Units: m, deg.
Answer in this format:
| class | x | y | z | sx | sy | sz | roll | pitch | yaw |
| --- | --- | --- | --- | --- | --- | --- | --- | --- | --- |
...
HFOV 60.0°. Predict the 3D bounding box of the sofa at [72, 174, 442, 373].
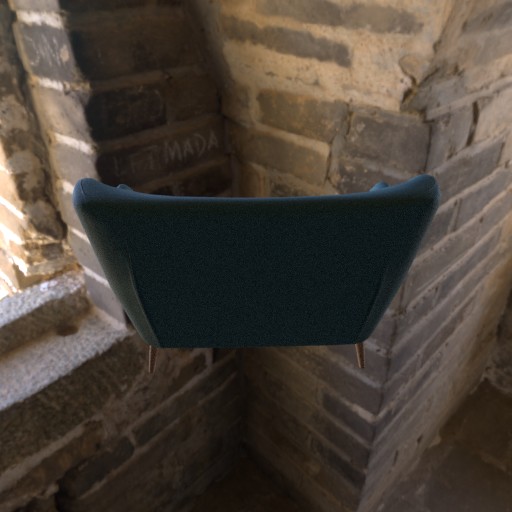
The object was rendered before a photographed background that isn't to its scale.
| class | x | y | z | sx | sy | sz | roll | pitch | yaw |
| --- | --- | --- | --- | --- | --- | --- | --- | --- | --- |
| sofa | 0.000 | 0.000 | 1.985 | 1.397 | 0.889 | 0.889 | -1 | 29 | -2 |
